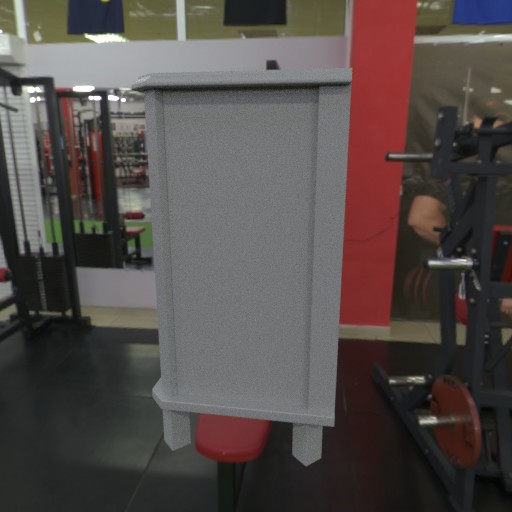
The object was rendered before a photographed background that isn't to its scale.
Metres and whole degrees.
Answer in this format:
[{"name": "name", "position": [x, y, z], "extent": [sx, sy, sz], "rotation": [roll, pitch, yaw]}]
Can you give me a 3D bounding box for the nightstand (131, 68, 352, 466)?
[{"name": "nightstand", "position": [0.000, 0.000, 0.950], "extent": [0.350, 0.680, 0.450], "rotation": [2, 15, 9]}]
